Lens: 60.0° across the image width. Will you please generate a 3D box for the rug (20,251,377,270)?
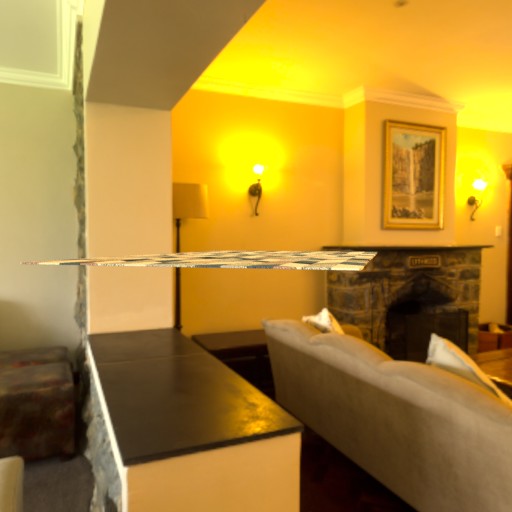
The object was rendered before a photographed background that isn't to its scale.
[{"bbox_3d":[0.000,0.000,2.951,1.513,0.008,2.423,1,2,17],"label":"rug"}]
